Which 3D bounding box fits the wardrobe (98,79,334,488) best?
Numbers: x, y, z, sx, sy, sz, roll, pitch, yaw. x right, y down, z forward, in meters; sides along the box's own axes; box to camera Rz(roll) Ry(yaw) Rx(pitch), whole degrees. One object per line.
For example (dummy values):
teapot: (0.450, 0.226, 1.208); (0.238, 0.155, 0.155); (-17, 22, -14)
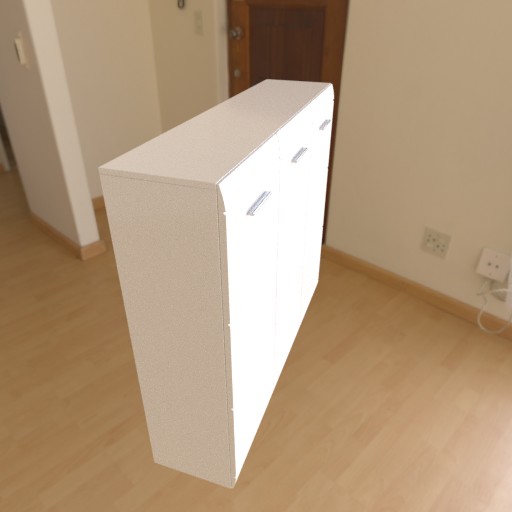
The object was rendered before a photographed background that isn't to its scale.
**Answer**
wardrobe: (0.000, 0.000, 1.899); (0.360, 1.200, 1.340); (10, 33, 17)
